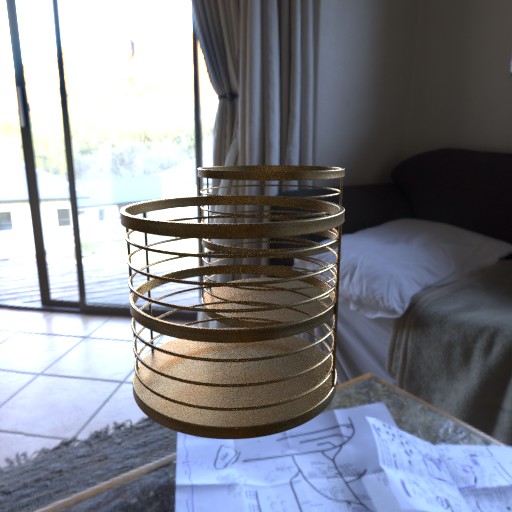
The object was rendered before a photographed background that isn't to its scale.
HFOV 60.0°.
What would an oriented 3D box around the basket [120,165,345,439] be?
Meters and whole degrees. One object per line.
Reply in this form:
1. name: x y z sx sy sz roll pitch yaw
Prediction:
1. basket: 0.000 0.000 0.938 0.356 0.351 0.746 3 14 10
